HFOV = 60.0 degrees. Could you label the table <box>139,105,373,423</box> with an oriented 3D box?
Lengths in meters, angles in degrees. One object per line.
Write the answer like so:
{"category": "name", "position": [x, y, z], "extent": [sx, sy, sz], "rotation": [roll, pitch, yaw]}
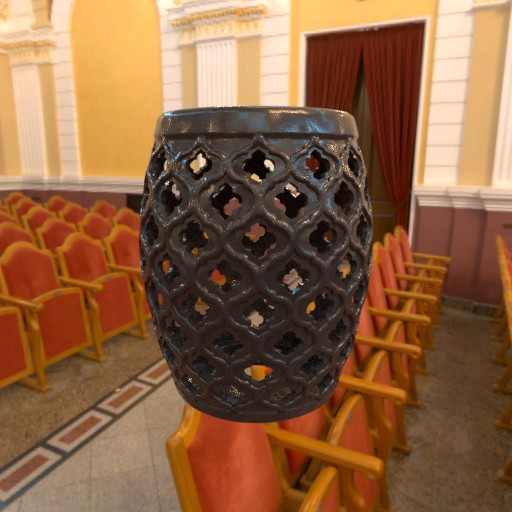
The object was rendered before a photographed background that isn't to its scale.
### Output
{"category": "table", "position": [0.000, 0.000, 0.640], "extent": [0.325, 0.388, 0.325], "rotation": [0, 13, 0]}
